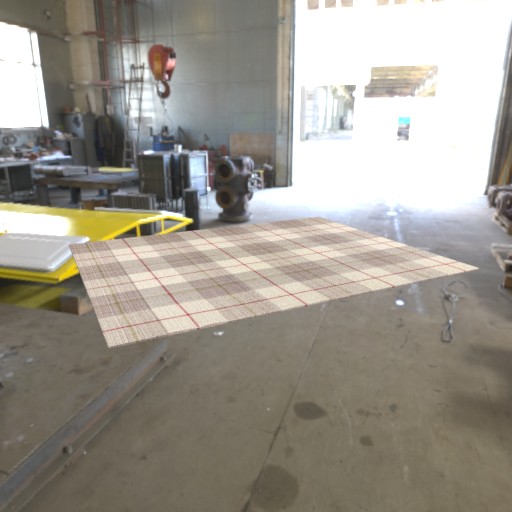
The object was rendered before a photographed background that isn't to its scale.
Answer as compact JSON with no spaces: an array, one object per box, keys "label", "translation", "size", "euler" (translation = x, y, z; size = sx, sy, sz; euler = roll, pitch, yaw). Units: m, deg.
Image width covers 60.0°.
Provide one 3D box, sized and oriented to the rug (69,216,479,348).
[{"label":"rug","translation":[0.000,0.000,4.018],"size":[2.959,0.016,2.317],"euler":[-8,19,-26]}]
